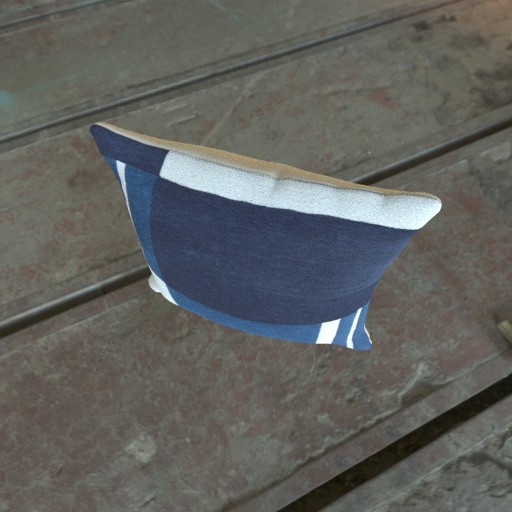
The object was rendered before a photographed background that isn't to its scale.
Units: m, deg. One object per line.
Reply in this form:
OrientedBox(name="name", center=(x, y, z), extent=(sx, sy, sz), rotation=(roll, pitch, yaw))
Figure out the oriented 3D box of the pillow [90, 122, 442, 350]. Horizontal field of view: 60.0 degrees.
OrientedBox(name="pillow", center=(0.000, 0.000, 0.817), extent=(0.536, 0.506, 0.229), rotation=(15, 59, 9))
